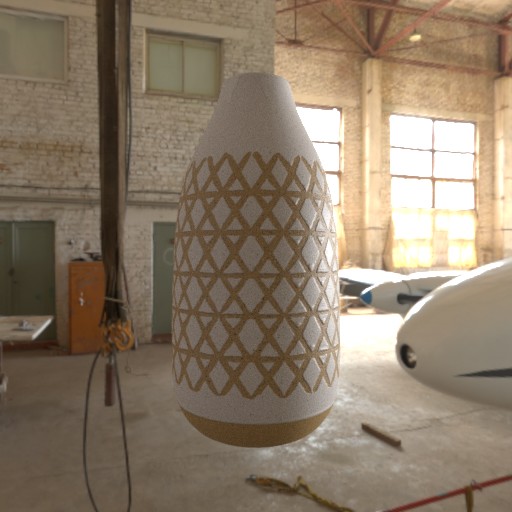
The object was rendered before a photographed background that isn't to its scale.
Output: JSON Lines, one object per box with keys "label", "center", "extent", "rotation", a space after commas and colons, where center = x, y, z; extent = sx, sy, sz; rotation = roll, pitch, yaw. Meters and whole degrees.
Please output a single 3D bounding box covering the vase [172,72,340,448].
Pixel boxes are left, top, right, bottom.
{"label": "vase", "center": [0.000, 0.000, 0.496], "extent": [0.186, 0.380, 0.186], "rotation": [0, 0, 0]}
